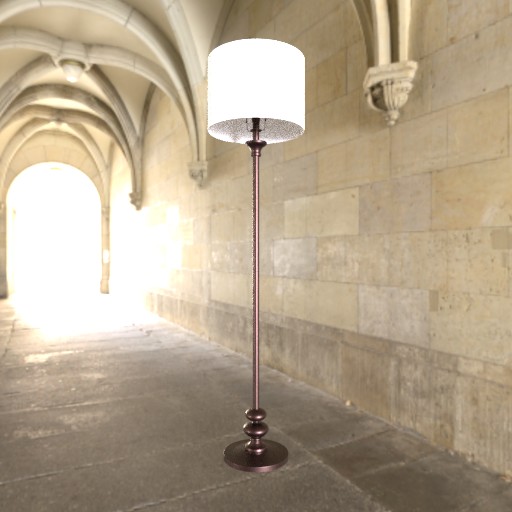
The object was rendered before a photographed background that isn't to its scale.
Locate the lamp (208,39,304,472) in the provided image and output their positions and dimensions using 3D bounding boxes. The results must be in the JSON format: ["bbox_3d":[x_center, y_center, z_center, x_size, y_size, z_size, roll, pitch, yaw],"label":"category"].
[{"bbox_3d":[0.000,0.000,1.643,0.356,1.487,0.356,0,0,18],"label":"lamp"}]
